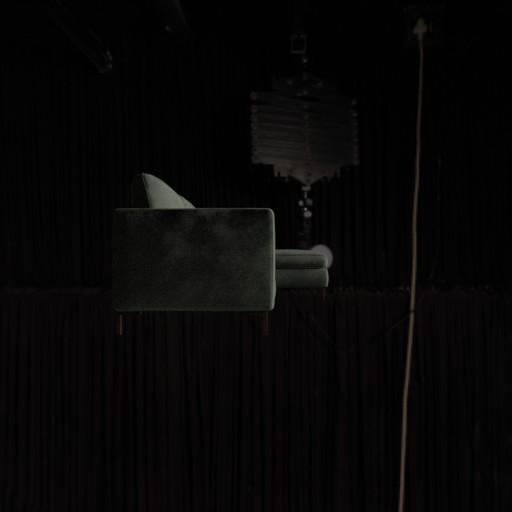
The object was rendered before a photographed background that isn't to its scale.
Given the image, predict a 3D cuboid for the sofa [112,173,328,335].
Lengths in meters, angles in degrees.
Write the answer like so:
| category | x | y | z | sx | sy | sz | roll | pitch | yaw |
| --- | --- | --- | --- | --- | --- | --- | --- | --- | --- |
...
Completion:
| category | x | y | z | sx | sy | sz | roll | pitch | yaw |
| --- | --- | --- | --- | --- | --- | --- | --- | --- | --- |
| sofa | 0.000 | 0.000 | 3.321 | 1.255 | 0.756 | 2.725 | 0 | -1 | 1 |
